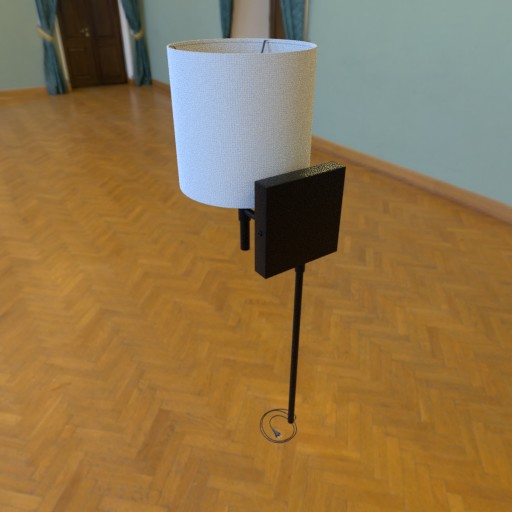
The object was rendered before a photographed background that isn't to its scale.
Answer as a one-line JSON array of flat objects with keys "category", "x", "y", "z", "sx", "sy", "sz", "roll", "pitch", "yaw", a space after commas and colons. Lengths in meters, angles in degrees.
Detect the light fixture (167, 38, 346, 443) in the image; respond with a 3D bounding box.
[{"category": "light fixture", "x": 0.000, "y": 0.000, "z": 0.688, "sx": 0.188, "sy": 0.589, "sz": 0.248, "roll": -20, "pitch": 36, "yaw": -30}]
